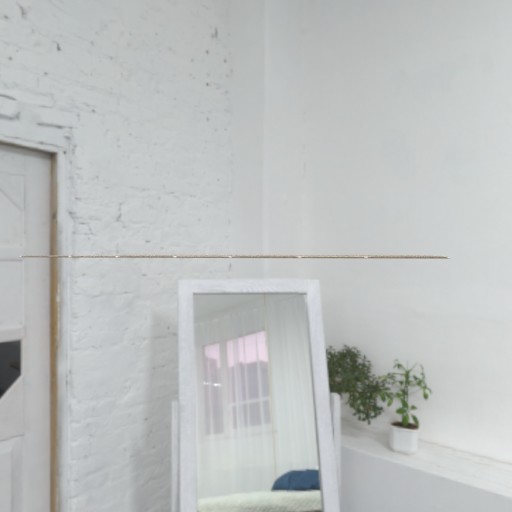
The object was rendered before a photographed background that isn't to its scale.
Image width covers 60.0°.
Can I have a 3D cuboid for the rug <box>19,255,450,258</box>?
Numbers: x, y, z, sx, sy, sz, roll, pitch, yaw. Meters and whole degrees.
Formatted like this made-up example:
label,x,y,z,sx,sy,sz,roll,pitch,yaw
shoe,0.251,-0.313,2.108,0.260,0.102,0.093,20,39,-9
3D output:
label,x,y,z,sx,sy,sz,roll,pitch,yaw
rug,0.000,0.000,4.129,3.062,0.012,2.457,0,0,17
